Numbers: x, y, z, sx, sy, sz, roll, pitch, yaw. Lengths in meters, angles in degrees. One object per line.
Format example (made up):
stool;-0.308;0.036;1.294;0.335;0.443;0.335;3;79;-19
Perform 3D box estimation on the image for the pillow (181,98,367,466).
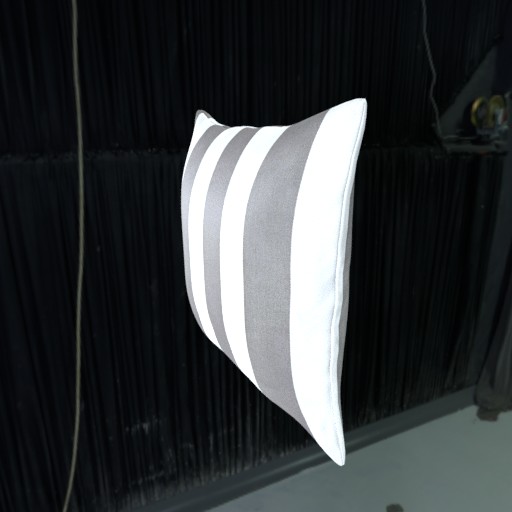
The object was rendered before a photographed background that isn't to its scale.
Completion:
pillow;0.000;0.000;0.786;0.192;0.507;0.522;-9;18;-27
